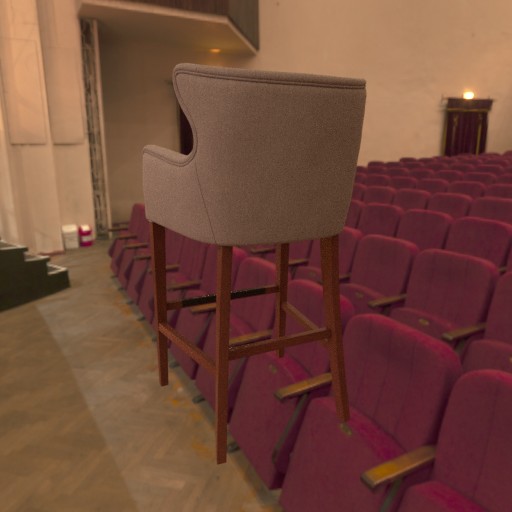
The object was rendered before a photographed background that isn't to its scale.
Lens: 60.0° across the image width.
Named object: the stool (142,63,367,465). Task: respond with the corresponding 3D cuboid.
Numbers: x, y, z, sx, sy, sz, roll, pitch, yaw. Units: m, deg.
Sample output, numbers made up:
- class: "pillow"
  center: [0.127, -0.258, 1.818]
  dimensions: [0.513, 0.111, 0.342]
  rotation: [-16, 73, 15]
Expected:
- class: "stool"
  center: [0.000, 0.000, 1.397]
  dimensions: [0.575, 1.047, 0.575]
  rotation: [-7, 16, -26]
